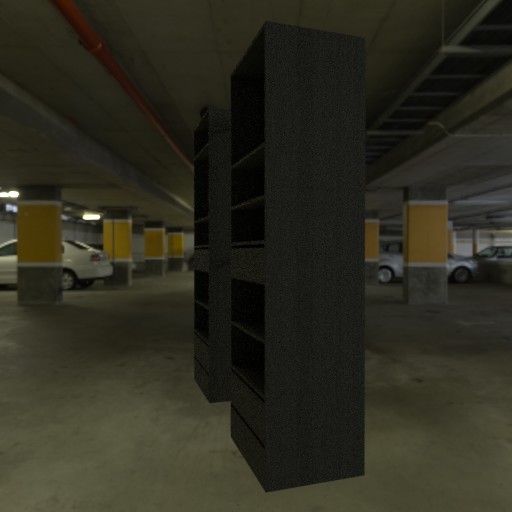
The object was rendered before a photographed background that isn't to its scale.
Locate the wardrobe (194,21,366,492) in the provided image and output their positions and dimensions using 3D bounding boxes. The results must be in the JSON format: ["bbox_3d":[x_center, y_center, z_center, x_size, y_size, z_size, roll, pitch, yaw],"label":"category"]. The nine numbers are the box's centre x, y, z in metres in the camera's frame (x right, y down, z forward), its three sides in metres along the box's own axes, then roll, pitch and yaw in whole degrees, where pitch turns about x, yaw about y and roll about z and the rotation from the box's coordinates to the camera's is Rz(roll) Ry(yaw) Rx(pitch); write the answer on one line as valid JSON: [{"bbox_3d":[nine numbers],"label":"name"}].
[{"bbox_3d":[0.000,0.000,2.795,0.480,2.000,1.770,0,1,-18],"label":"wardrobe"}]
